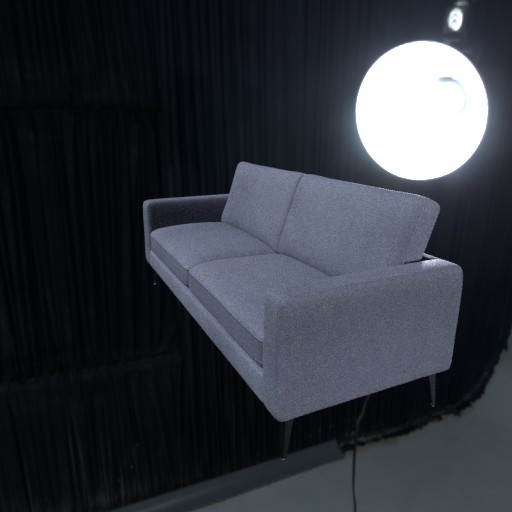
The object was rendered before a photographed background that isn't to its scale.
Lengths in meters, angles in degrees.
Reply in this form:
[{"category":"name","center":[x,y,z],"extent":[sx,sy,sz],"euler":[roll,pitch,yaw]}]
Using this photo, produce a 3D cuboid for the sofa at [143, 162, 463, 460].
[{"category":"sofa","center":[0.000,0.000,2.315],"extent":[0.774,0.828,1.925],"euler":[-8,18,-24]}]
